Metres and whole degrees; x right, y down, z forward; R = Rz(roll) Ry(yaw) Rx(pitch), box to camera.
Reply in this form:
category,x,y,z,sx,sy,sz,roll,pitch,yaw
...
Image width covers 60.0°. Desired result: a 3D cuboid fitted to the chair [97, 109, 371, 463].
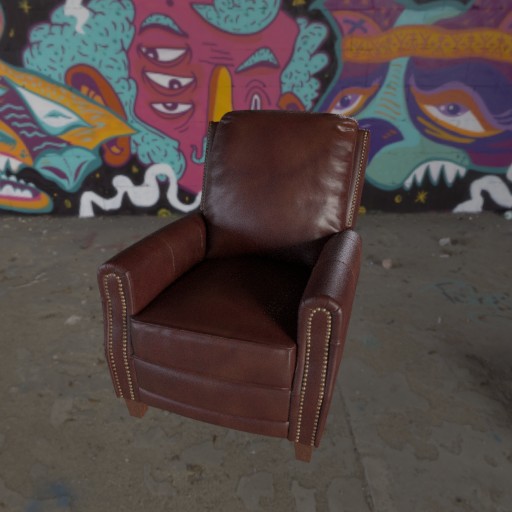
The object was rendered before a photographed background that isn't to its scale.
category,x,y,z,sx,sy,sz,roll,pitch,yaw
chair,0.000,0.000,1.791,0.826,1.022,1.089,8,27,16
